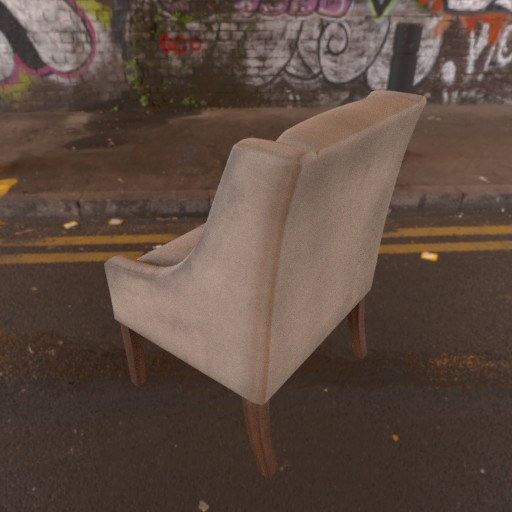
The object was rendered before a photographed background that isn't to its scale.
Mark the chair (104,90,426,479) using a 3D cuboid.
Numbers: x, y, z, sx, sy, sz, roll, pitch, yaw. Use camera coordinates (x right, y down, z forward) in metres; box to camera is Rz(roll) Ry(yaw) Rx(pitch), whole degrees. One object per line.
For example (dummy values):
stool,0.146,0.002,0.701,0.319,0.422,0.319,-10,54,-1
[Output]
chair,0.000,0.000,1.290,0.629,0.895,0.629,21,37,31
